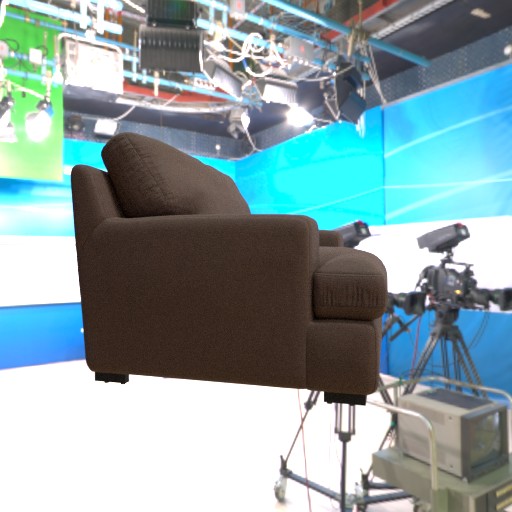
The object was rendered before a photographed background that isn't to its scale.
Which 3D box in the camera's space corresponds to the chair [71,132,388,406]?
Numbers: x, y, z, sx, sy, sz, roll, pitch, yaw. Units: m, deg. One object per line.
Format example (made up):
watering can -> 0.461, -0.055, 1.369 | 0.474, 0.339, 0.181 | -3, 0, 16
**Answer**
chair -> 0.000, 0.000, 2.005 | 1.143, 0.940, 1.168 | 0, 0, 16
